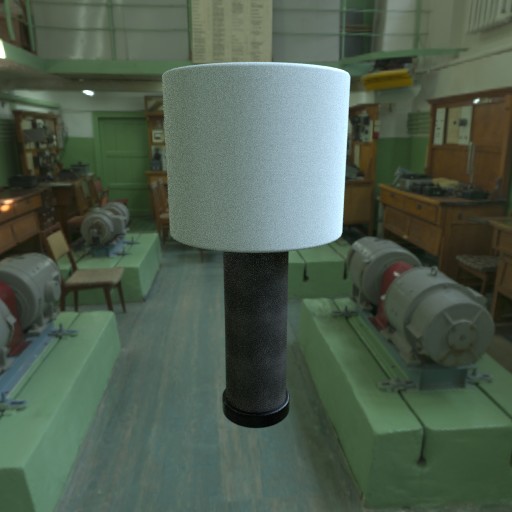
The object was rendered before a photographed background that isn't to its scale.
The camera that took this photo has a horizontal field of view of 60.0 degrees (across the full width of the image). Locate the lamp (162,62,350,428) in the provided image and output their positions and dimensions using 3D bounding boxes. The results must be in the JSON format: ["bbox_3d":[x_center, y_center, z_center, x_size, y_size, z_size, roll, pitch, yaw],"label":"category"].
[{"bbox_3d":[0.000,0.000,0.813,0.305,0.634,0.305,-2,15,-7],"label":"lamp"}]
